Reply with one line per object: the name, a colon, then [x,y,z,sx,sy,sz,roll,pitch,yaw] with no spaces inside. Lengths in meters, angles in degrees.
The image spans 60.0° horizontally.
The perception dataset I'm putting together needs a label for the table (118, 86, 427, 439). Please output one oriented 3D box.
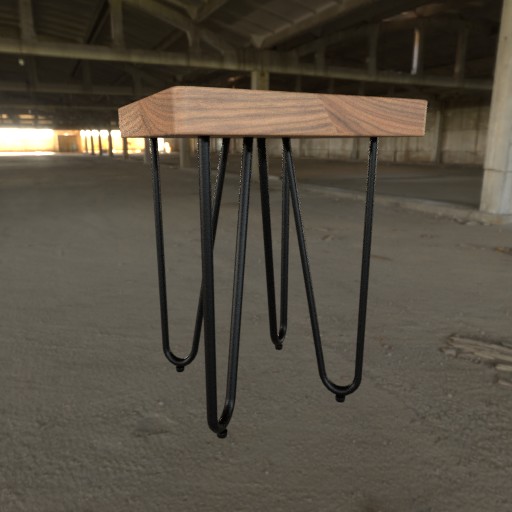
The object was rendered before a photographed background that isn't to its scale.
table: [0.000,0.000,0.990,0.480,0.641,0.479,-7,16,-25]
